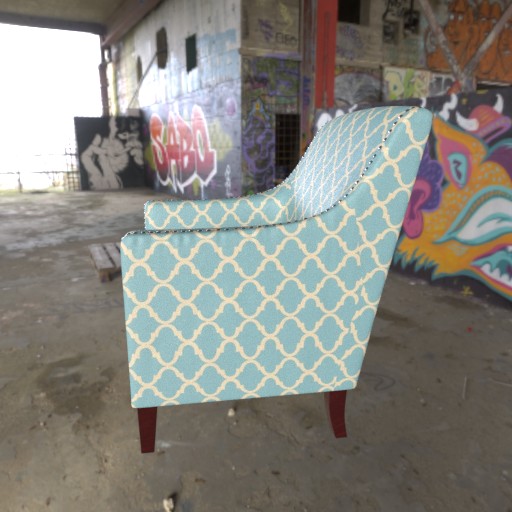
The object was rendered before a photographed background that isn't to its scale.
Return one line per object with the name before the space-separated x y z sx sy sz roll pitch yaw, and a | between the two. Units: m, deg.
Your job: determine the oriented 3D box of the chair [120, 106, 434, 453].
chair | 0.000 0.000 1.288 0.686 0.817 0.617 -2 14 -9
